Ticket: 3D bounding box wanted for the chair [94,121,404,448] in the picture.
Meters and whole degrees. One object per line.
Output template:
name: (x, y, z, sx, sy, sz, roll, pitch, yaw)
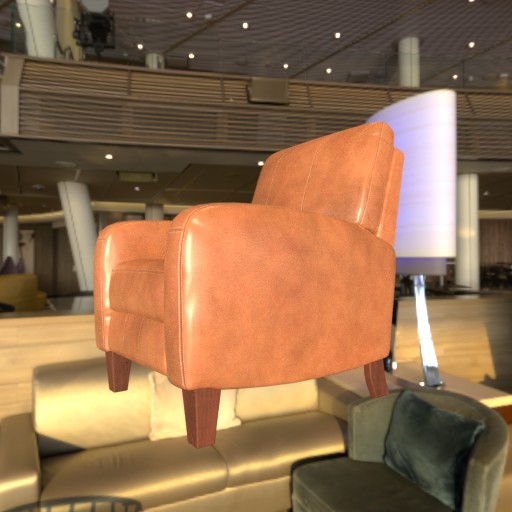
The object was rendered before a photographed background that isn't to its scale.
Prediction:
chair: (0.000, 0.000, 1.638, 0.990, 0.990, 0.762, 1, -1, -37)
